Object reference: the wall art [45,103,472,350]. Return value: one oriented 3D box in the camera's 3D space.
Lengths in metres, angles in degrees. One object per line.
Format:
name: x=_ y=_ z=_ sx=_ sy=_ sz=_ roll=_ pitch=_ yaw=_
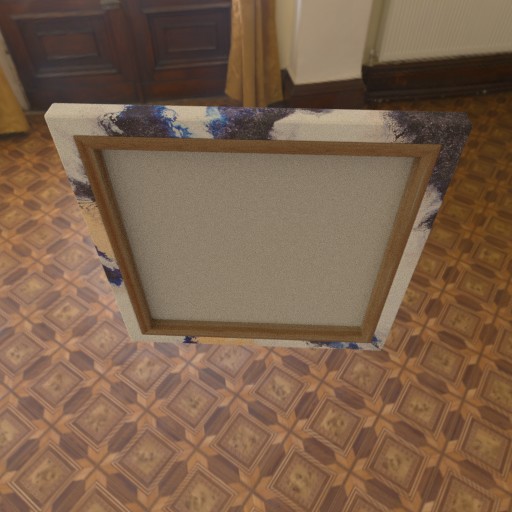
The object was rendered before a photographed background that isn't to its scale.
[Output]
wall art: x=0.000 y=0.000 z=0.863 sx=0.609 sy=0.609 sz=0.039 roll=2 pitch=48 yaw=2
